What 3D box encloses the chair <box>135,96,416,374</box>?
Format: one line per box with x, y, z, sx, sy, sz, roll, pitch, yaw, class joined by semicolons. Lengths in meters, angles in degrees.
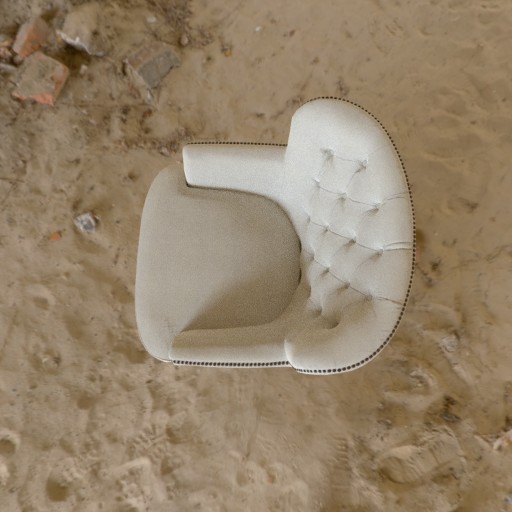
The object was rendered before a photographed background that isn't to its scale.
0.000;0.000;1.655;0.906;0.868;0.848;1;75;0;chair
